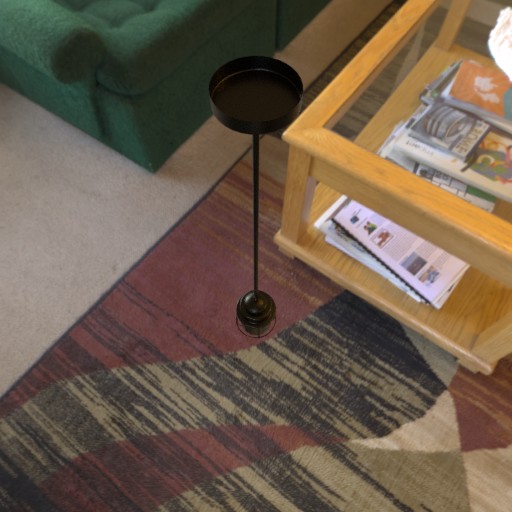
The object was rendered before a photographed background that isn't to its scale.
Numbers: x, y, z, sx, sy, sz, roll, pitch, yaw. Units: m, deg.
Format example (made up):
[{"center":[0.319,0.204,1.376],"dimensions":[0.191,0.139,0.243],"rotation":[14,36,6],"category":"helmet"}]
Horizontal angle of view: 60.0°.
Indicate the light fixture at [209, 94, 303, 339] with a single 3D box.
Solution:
[{"center":[0.000,0.000,0.981],"dimensions":[0.123,0.920,0.123],"rotation":[17,63,9],"category":"light fixture"}]
